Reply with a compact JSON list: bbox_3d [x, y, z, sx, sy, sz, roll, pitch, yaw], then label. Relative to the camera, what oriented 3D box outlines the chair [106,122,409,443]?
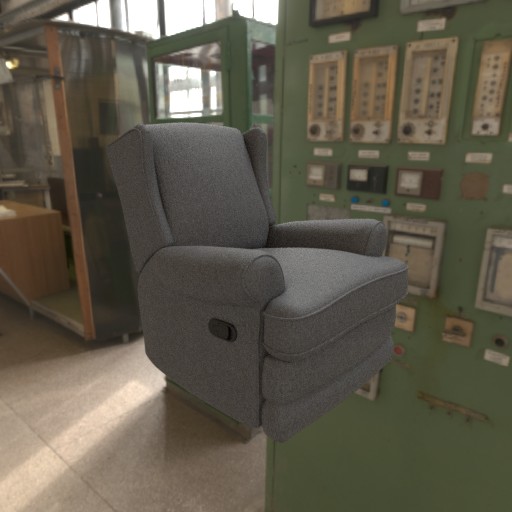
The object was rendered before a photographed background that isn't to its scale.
[{"bbox_3d":[0.000,0.000,1.725,0.969,1.011,0.847,13,20,41],"label":"chair"}]
